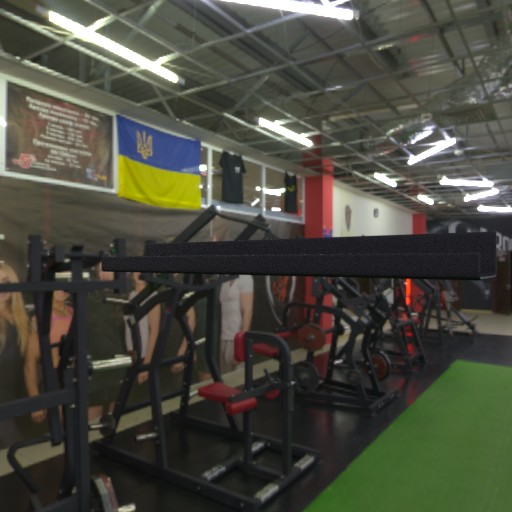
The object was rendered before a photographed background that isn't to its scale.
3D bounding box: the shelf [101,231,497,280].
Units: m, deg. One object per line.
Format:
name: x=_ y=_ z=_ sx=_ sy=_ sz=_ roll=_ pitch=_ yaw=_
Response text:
shelf: x=0.000 y=0.000 z=0.643 sx=0.605 sy=0.053 sz=0.102 roll=0 pitch=-1 yaw=37
